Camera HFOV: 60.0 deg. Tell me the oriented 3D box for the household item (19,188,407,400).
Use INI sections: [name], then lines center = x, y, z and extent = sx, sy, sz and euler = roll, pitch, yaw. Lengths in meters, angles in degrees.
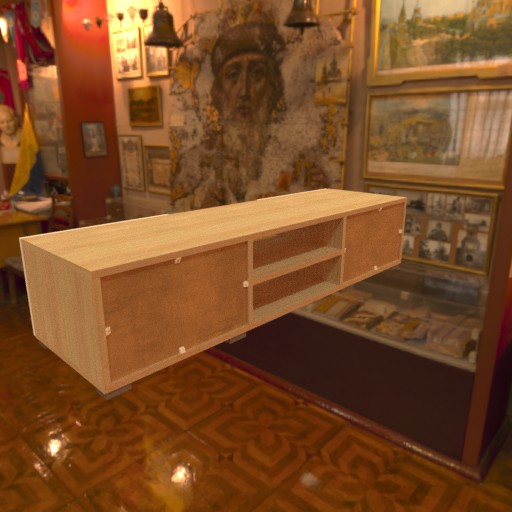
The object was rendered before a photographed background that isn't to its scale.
[household item]
center = 0.000, 0.000, 1.575
extent = 0.420, 0.310, 1.400
euler = 15, 22, 42
